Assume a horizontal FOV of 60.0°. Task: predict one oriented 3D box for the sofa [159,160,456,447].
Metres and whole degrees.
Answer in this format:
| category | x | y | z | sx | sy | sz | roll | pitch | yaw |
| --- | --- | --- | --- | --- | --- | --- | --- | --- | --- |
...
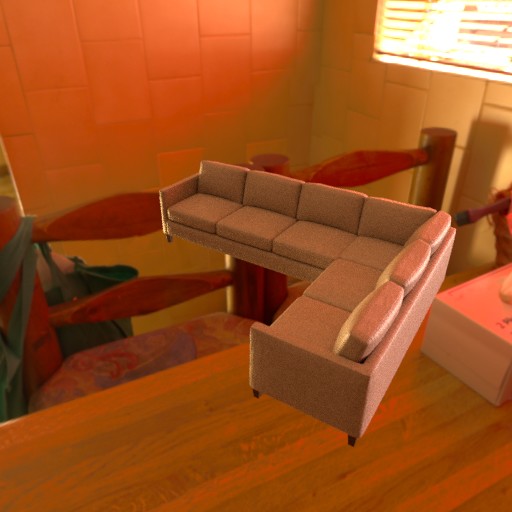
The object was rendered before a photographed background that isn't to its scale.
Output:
| category | x | y | z | sx | sy | sz | roll | pitch | yaw |
| --- | --- | --- | --- | --- | --- | --- | --- | --- | --- |
| sofa | 0.000 | 0.000 | 4.540 | 3.333 | 0.934 | 2.522 | 18 | 35 | 28 |
